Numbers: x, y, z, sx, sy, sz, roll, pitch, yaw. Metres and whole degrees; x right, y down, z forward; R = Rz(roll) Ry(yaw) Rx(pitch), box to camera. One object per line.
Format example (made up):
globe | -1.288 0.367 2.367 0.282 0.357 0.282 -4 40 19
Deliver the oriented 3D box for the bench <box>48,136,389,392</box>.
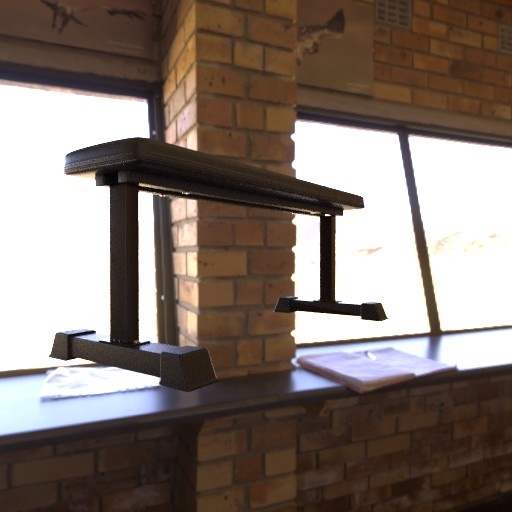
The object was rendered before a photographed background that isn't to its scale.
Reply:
bench | 0.000 0.000 1.288 0.439 0.453 1.072 0 1 35
